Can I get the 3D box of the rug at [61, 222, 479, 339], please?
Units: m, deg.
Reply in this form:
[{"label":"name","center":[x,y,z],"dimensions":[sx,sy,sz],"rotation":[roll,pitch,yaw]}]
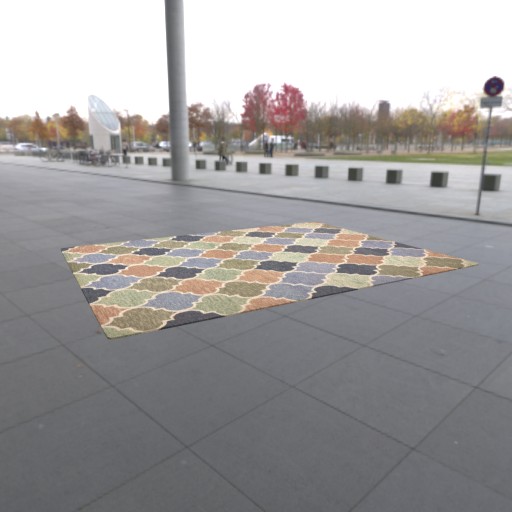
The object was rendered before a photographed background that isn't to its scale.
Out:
[{"label":"rug","center":[0.000,0.000,4.215],"dimensions":[3.200,0.013,2.439],"rotation":[-8,16,-28]}]
